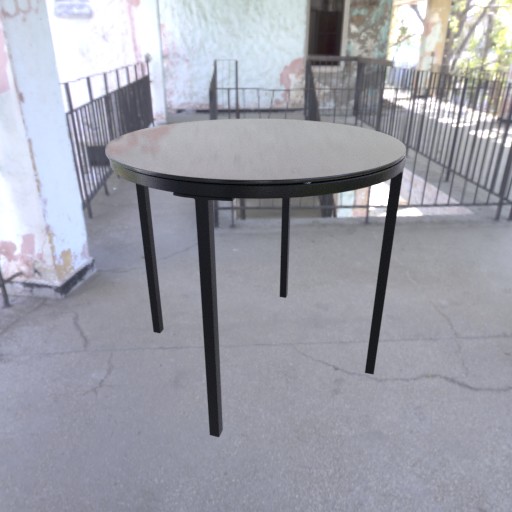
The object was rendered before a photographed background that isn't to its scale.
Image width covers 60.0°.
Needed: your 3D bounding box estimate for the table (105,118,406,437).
[{"bbox_3d":[0.000,0.000,0.862,0.499,0.443,0.499,0,26,0],"label":"table"}]
